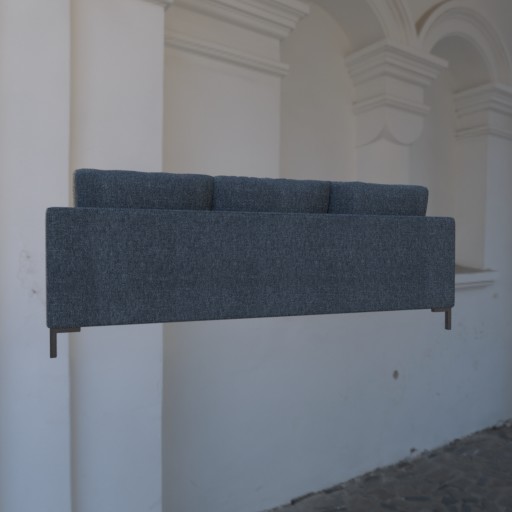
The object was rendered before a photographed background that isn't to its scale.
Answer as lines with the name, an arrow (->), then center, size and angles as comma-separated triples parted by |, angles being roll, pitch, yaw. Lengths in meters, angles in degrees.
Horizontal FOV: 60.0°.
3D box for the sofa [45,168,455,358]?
sofa -> 0.000, 0.000, 2.676 | 2.218, 0.874, 0.859 | 0, 1, -18
